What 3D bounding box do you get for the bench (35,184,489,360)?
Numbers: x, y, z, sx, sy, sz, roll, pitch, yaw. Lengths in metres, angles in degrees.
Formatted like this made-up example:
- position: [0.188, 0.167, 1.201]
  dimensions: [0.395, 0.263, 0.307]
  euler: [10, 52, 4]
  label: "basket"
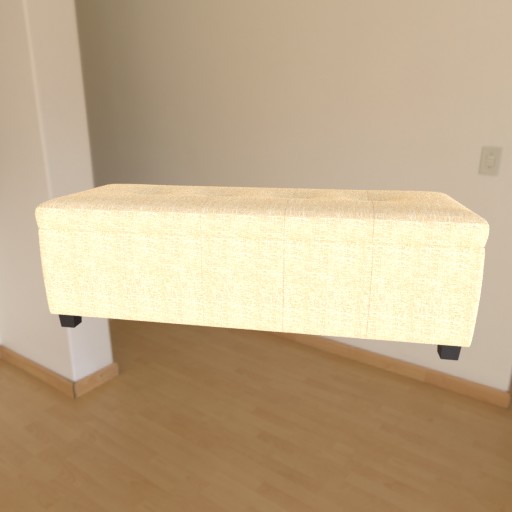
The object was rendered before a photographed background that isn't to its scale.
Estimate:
- position: [0.000, 0.000, 1.405]
  dimensions: [1.219, 0.406, 0.432]
  euler: [3, 17, 10]
  label: "bench"
